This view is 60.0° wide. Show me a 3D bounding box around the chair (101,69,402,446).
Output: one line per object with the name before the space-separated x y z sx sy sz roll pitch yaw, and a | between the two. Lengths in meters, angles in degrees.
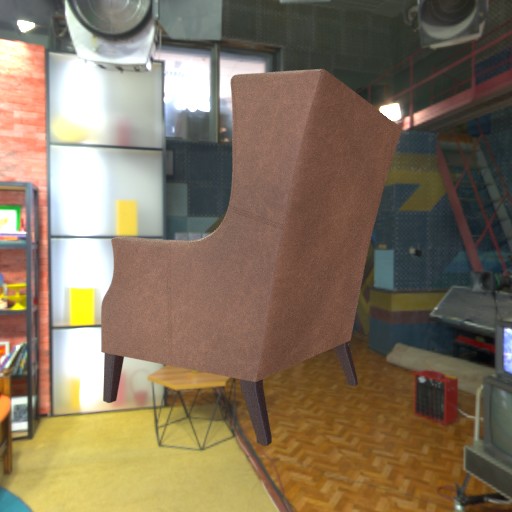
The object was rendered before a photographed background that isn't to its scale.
chair | 0.000 0.000 1.709 0.913 1.088 0.815 1 1 34
